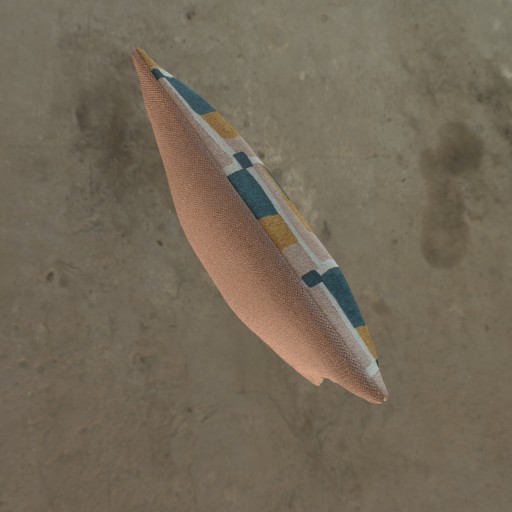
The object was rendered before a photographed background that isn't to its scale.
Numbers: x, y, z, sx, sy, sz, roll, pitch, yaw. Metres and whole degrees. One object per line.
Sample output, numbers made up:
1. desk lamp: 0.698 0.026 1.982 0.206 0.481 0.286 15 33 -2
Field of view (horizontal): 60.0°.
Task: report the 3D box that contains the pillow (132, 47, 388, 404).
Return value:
1. pillow: 0.000 0.000 0.698 0.158 0.479 0.478 -33 78 -8
